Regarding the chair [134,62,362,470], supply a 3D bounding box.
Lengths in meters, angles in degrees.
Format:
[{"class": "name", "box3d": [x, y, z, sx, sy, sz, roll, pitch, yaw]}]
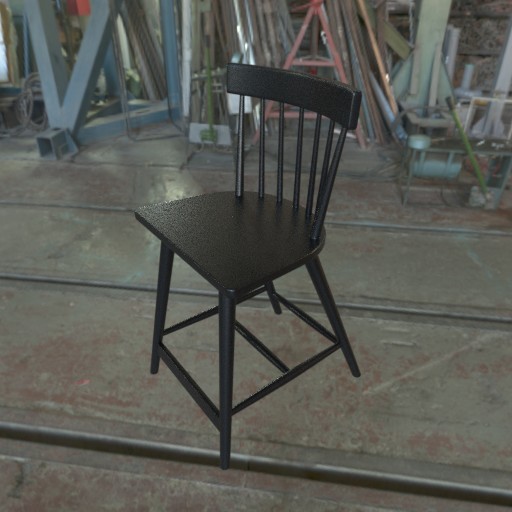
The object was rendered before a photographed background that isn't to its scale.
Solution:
[{"class": "chair", "box3d": [0.000, 0.000, 1.262, 0.572, 0.952, 0.483, -22, 38, -31]}]
